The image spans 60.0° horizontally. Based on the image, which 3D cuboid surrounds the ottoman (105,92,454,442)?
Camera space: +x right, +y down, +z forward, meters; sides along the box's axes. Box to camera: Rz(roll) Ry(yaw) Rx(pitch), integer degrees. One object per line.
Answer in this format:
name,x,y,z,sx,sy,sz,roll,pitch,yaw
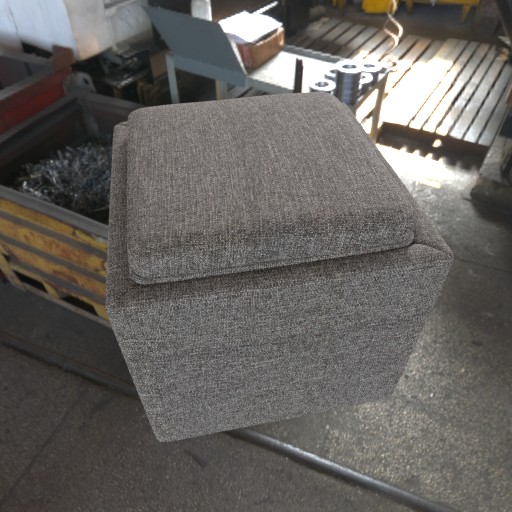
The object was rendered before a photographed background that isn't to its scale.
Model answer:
ottoman,0.000,0.000,0.816,0.450,0.460,0.450,-8,46,-8
